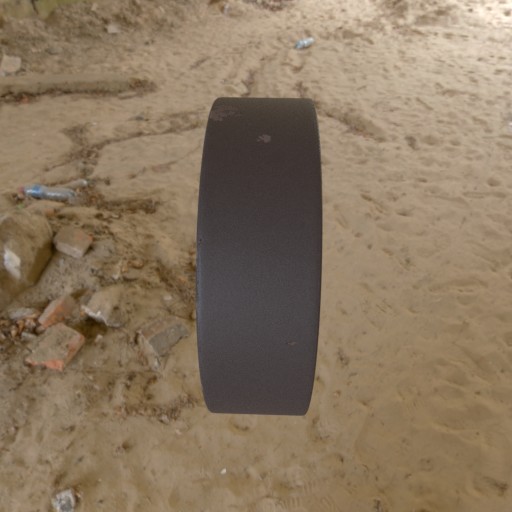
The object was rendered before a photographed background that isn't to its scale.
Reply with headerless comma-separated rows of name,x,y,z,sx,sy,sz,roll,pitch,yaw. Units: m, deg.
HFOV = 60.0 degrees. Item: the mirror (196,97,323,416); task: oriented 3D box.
mirror,0.000,0.000,0.573,0.126,0.386,0.386,1,42,1
